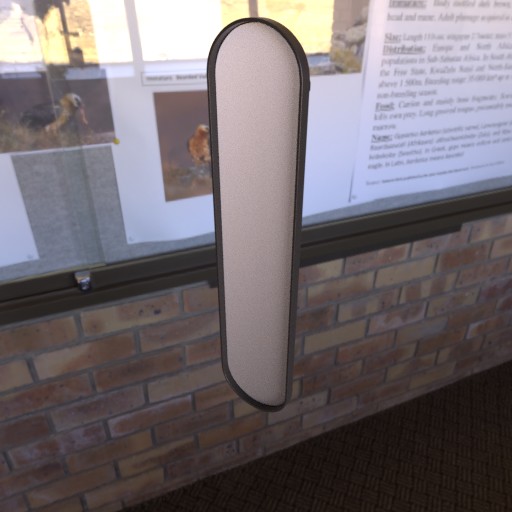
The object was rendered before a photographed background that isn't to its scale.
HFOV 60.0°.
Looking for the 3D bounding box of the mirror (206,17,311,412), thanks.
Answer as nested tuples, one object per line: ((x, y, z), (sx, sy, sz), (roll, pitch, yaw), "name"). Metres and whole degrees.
((0.000, 0.000, 1.044), (0.222, 0.991, 0.032), (19, 35, 30), "mirror")
